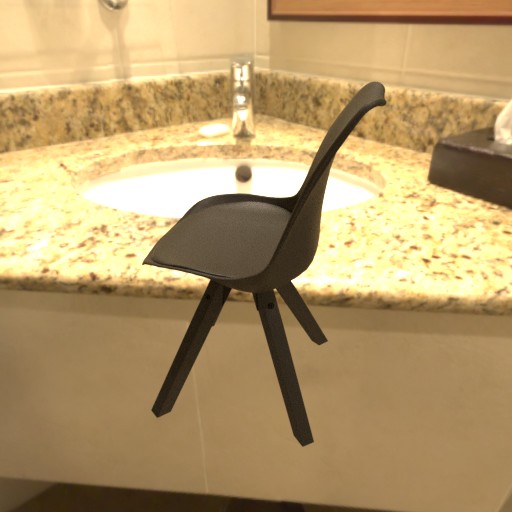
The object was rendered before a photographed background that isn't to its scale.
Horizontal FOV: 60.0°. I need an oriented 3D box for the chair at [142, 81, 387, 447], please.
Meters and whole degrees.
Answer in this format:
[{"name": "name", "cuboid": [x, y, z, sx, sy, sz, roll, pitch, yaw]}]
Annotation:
[{"name": "chair", "cuboid": [0.000, 0.000, 1.170, 0.550, 0.850, 0.485, 7, 30, 11]}]
